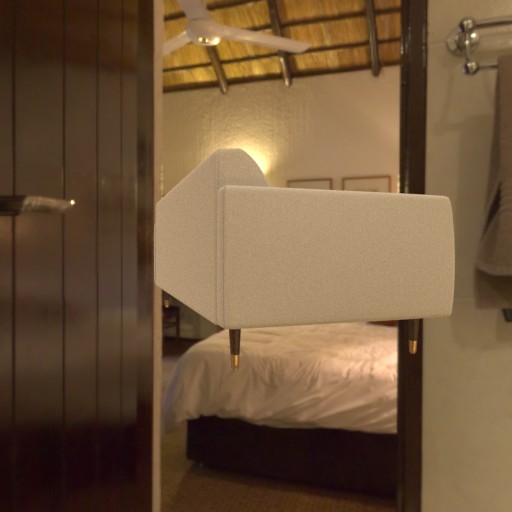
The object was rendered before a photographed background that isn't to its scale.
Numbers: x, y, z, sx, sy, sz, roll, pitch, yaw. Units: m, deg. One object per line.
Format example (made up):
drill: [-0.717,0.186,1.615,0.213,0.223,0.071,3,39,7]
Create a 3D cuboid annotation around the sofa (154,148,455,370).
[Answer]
sofa: [0.000,0.000,2.691,0.990,0.821,2.291,0,1,-19]
